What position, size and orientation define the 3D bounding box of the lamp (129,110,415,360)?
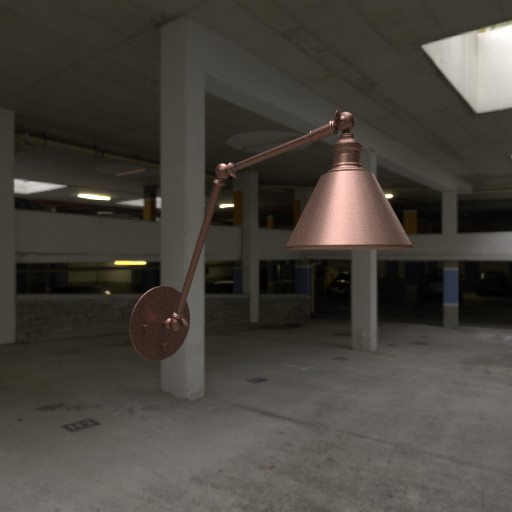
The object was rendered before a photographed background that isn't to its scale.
[{"bbox_3d":[0.000,0.000,0.899,0.624,0.502,0.223,0,0,37],"label":"lamp"}]
